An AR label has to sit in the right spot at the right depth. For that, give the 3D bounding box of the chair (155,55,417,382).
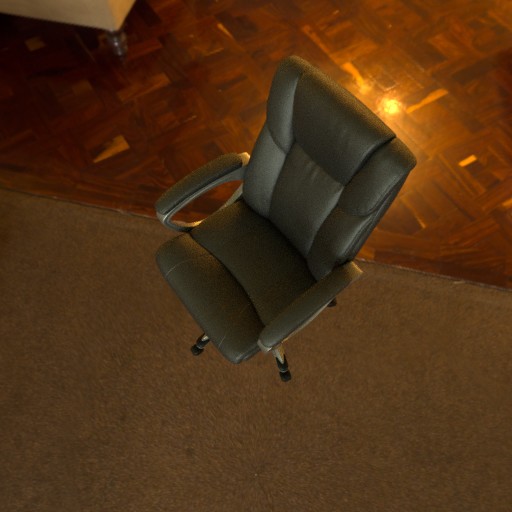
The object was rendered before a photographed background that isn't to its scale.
[{"bbox_3d":[0.000,0.000,1.600,0.719,1.130,0.721,-34,68,-15],"label":"chair"}]
